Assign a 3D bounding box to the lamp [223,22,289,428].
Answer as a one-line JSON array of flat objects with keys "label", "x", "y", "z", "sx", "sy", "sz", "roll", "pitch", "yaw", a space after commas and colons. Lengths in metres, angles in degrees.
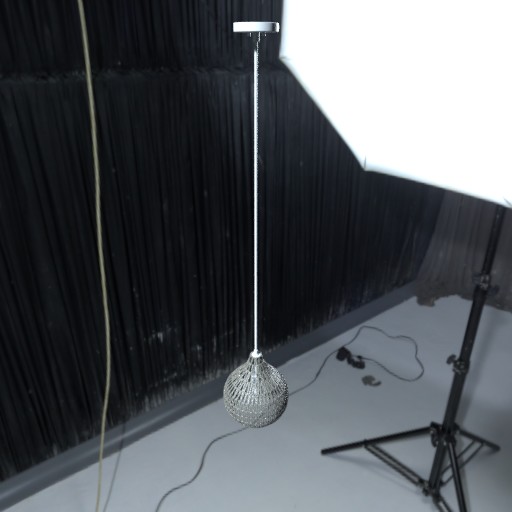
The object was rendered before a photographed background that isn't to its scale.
[{"label": "lamp", "x": 0.000, "y": 0.000, "z": 2.062, "sx": 0.355, "sy": 1.919, "sz": 0.355, "roll": -18, "pitch": 31, "yaw": -33}]
